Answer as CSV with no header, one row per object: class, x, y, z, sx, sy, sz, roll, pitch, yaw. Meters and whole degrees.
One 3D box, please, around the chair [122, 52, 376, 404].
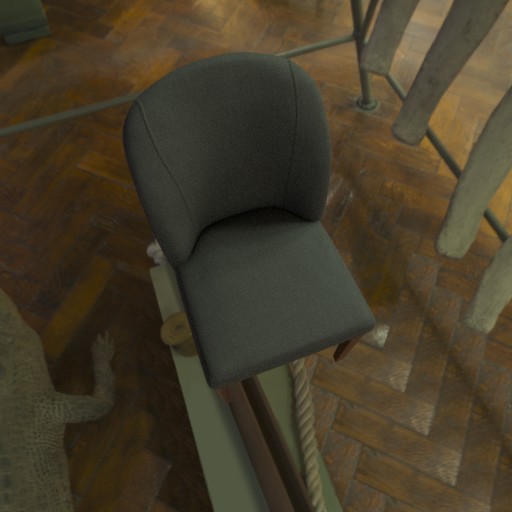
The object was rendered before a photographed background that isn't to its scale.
chair,0.000,0.000,1.273,0.506,0.879,0.619,-18,65,-9
